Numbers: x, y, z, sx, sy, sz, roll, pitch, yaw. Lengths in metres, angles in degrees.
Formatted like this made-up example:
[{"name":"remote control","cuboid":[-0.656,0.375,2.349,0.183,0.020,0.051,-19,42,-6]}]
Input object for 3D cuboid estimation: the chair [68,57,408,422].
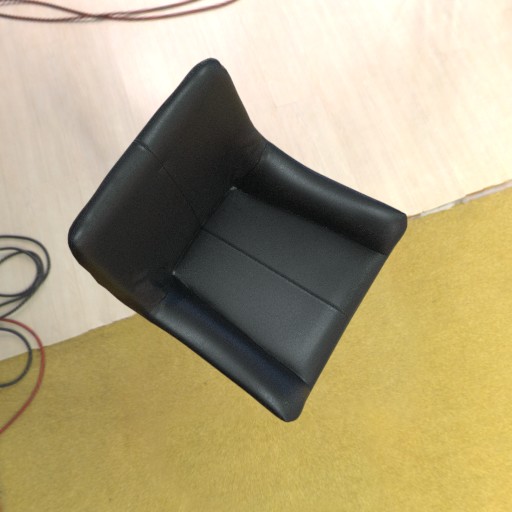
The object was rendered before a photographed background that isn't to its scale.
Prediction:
[{"name":"chair","cuboid":[0.000,0.000,1.565,0.826,0.922,0.836,31,77,8]}]
